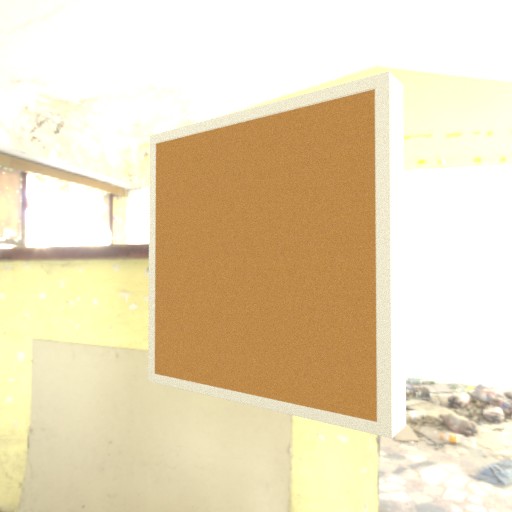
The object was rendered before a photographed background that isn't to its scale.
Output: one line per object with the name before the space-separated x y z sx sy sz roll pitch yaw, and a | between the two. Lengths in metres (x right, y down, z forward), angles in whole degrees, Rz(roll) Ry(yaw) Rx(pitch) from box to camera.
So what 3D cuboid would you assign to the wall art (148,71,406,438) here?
wall art | 0.000 0.000 0.473 0.305 0.305 0.037 -1 -2 37
